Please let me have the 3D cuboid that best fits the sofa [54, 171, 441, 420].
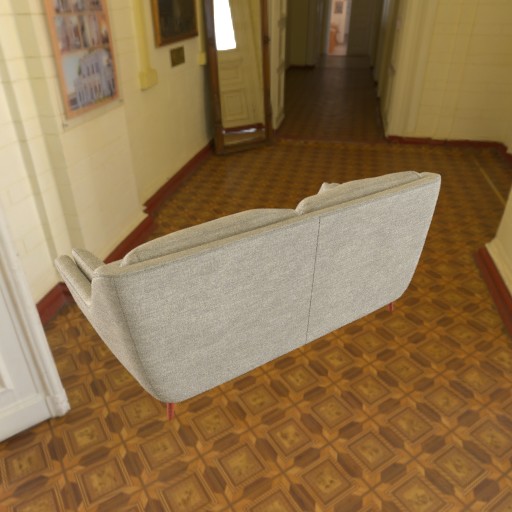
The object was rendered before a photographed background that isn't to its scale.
[{"bbox_3d":[0.000,0.000,2.465,1.930,0.897,0.976,-18,35,-28],"label":"sofa"}]
